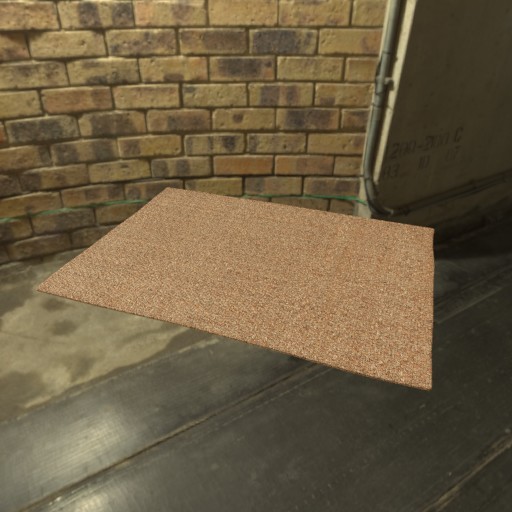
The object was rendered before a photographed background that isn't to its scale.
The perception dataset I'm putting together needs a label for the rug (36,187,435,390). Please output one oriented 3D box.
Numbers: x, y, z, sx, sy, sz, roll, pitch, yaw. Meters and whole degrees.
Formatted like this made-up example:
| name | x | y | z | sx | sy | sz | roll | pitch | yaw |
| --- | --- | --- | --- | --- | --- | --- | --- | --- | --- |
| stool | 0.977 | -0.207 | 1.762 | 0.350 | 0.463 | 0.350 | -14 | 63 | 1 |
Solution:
| name | x | y | z | sx | sy | sz | roll | pitch | yaw |
| --- | --- | --- | --- | --- | --- | --- | --- | --- | --- |
| rug | 0.000 | 0.000 | 2.812 | 2.141 | 0.013 | 1.566 | 11 | 34 | 16 |
